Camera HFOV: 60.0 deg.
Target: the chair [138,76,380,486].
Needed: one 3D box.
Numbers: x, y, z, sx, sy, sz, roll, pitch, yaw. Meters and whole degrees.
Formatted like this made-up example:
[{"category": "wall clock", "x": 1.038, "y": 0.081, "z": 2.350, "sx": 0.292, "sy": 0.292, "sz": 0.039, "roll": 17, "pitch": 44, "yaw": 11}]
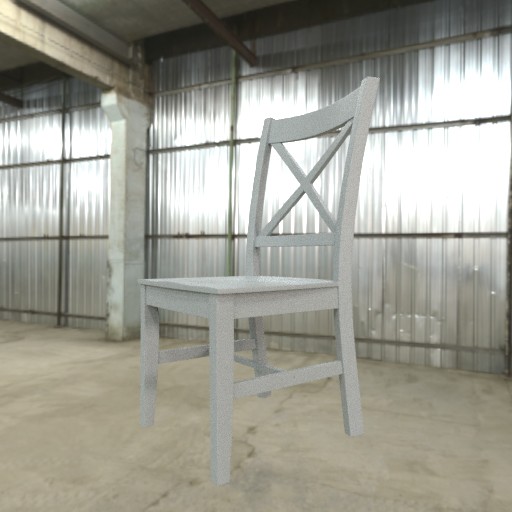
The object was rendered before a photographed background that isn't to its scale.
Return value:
[{"category": "chair", "x": 0.000, "y": 0.000, "z": 1.274, "sx": 0.542, "sy": 0.983, "sz": 0.485, "roll": 0, "pitch": 0, "yaw": -37}]
